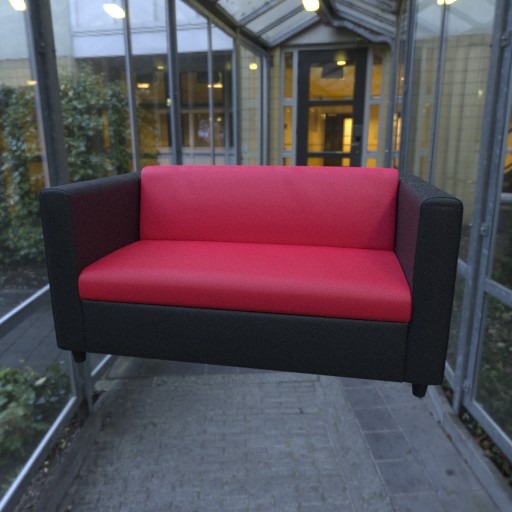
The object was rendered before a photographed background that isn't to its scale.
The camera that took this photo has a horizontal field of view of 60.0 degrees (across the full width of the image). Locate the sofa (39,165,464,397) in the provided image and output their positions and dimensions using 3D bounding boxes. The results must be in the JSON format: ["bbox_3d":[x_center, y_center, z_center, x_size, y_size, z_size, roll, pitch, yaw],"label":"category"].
[{"bbox_3d":[0.000,0.000,1.895,1.410,0.735,0.845,3,15,11],"label":"sofa"}]
